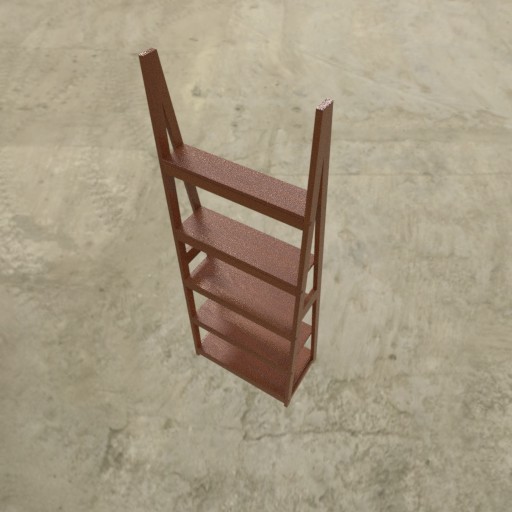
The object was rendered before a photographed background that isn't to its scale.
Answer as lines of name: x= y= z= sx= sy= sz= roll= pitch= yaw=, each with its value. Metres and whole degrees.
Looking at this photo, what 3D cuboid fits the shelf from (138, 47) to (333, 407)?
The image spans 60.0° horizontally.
shelf: x=0.000 y=0.000 z=1.995 sx=0.630 sy=1.780 sz=0.356 roll=25 pitch=52 yaw=21
